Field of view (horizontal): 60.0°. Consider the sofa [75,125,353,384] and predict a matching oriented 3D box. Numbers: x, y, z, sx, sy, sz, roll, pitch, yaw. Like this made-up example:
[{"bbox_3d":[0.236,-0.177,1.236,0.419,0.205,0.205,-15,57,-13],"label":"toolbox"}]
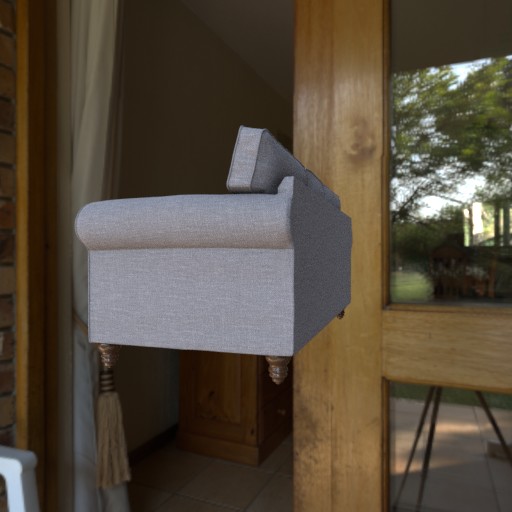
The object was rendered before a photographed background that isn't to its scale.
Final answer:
[{"bbox_3d":[0.000,0.000,2.631,0.916,0.961,2.084,0,0,18],"label":"sofa"}]
